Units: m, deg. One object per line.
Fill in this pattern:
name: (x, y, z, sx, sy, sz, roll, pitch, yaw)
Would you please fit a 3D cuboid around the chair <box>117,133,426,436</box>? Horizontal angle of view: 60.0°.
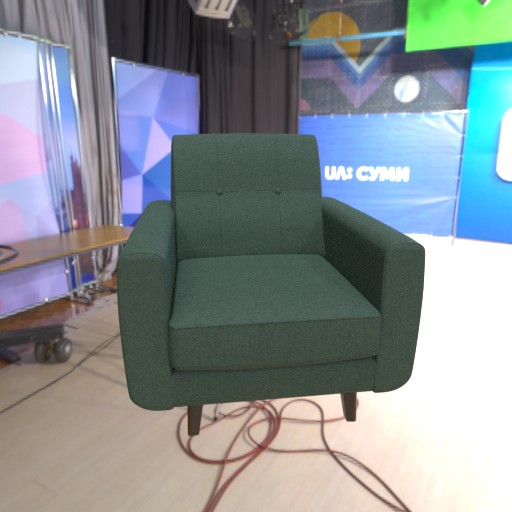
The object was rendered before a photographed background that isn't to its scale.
chair: (0.000, 0.000, 1.582, 0.831, 0.841, 0.909, -2, 16, -8)
